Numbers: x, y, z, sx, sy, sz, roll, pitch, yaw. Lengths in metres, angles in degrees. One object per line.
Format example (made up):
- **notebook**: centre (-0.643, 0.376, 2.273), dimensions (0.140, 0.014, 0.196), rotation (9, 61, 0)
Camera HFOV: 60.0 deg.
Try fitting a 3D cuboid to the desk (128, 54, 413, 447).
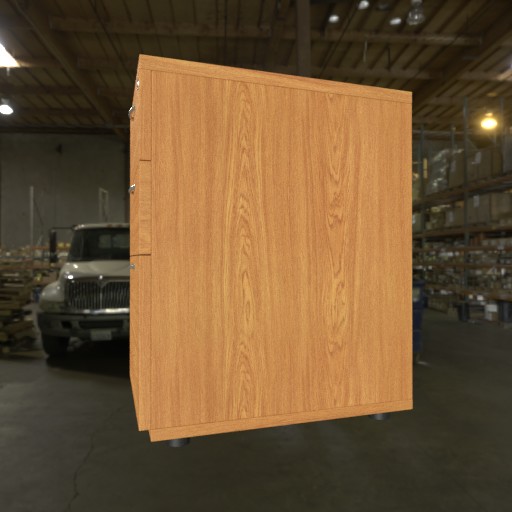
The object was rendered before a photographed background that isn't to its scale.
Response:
- **desk**: centre (0.000, 0.000, 1.084), dimensions (0.600, 0.730, 0.404), rotation (0, 0, -18)
